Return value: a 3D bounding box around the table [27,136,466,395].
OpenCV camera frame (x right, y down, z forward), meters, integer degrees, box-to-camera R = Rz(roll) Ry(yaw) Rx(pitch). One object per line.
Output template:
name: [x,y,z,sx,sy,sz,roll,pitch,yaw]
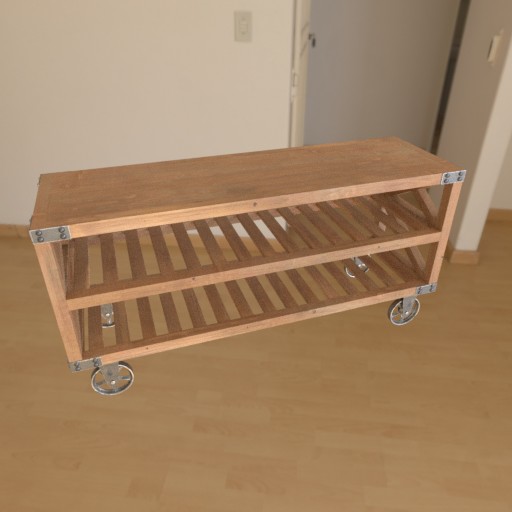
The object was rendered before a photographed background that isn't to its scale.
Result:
table: [0.000,0.000,1.789,1.487,0.711,0.467,-10,33,-16]
